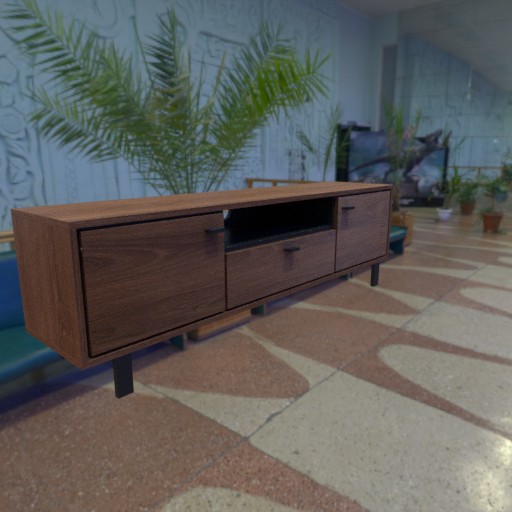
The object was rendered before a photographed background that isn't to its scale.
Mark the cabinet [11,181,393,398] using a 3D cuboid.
[{"bbox_3d":[0.000,0.000,1.791,0.400,0.500,1.650,12,18,42],"label":"cabinet"}]
